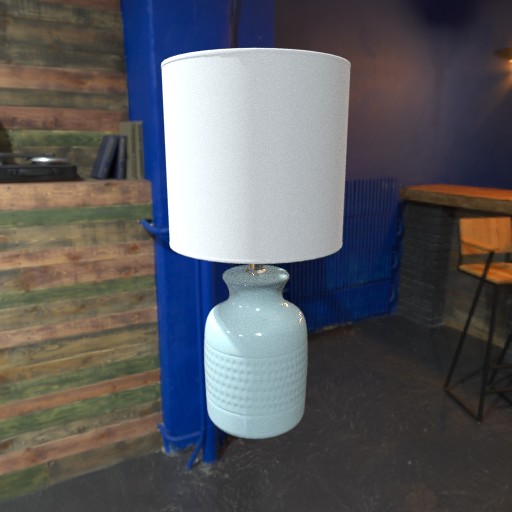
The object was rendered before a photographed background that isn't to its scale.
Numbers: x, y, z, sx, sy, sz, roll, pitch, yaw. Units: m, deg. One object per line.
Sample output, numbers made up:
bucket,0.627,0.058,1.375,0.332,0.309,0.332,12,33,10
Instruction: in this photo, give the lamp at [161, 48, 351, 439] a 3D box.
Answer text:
lamp,0.000,0.000,1.101,0.418,0.871,0.418,-7,16,-26
